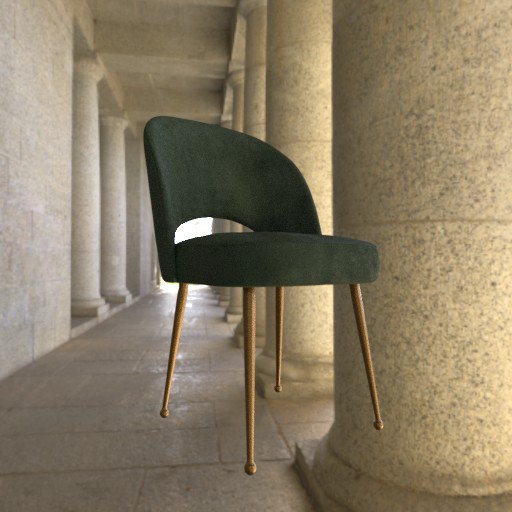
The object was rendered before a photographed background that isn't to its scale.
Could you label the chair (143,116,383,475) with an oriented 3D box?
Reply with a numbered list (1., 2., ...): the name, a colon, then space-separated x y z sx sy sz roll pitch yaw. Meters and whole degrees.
1. chair: 0.000 0.000 1.188 0.527 0.860 0.577 1 -1 -36
